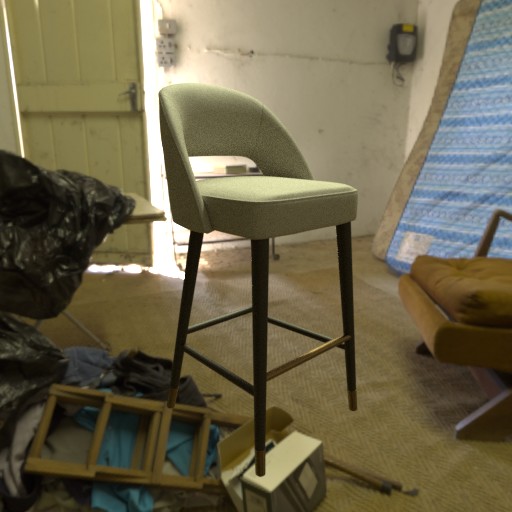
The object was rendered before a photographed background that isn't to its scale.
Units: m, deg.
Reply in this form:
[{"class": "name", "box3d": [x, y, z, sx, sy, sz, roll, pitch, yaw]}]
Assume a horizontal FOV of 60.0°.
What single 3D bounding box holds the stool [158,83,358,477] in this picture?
[{"class": "stool", "box3d": [0.000, 0.000, 1.364, 0.494, 1.037, 0.509, -13, 19, -42]}]
